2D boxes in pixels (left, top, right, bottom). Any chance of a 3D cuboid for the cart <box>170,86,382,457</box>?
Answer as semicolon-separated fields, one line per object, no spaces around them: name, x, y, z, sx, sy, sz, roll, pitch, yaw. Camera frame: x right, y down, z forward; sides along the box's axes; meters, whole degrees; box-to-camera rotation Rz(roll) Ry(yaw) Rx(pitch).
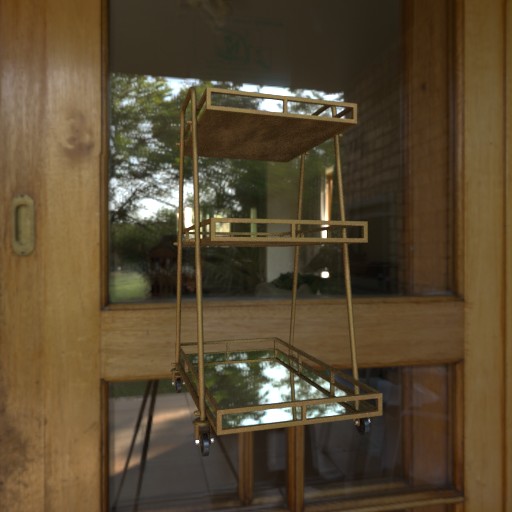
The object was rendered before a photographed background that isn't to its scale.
cart;0.000;0.000;1.285;0.441;0.883;0.711;0;0;-17
